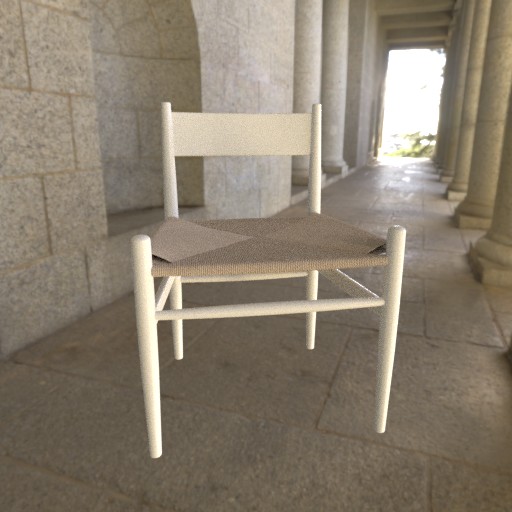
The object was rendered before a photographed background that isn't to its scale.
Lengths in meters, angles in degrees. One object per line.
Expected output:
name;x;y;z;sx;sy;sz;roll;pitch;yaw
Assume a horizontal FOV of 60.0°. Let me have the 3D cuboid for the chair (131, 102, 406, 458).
chair;0.000;0.000;1.126;0.556;0.762;0.495;-3;16;-9
